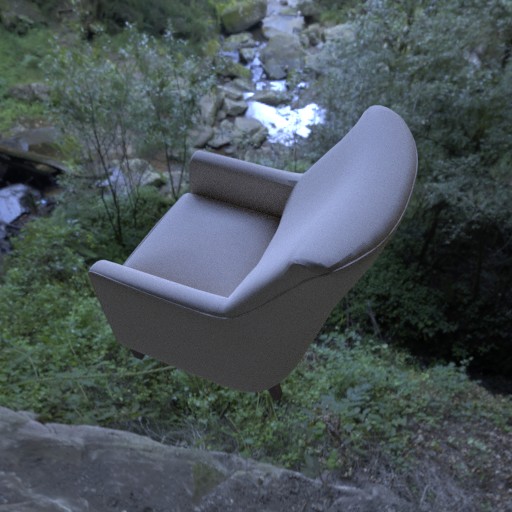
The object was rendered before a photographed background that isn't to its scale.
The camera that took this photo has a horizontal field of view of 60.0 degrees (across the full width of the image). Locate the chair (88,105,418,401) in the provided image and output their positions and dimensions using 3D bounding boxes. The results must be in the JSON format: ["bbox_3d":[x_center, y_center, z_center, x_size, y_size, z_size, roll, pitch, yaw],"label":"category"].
[{"bbox_3d":[0.000,0.000,1.577,0.879,0.916,0.756,17,50,15],"label":"chair"}]
